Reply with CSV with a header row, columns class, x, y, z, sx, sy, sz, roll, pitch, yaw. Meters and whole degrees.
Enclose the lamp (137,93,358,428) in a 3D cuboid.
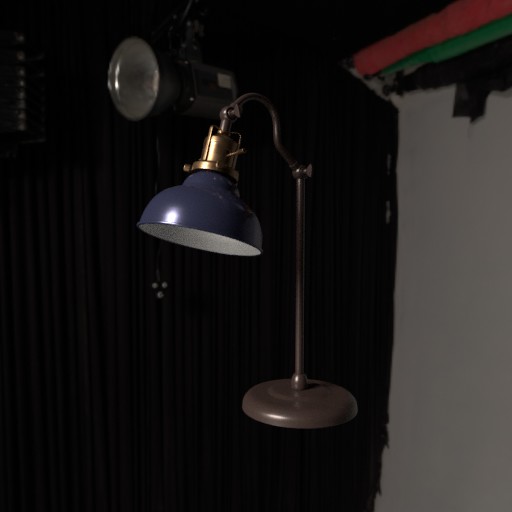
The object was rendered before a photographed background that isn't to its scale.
class,x,y,z,sx,sy,sz,roll,pitch,yaw
lamp,0.000,0.000,0.694,0.374,0.508,0.192,0,0,-37
